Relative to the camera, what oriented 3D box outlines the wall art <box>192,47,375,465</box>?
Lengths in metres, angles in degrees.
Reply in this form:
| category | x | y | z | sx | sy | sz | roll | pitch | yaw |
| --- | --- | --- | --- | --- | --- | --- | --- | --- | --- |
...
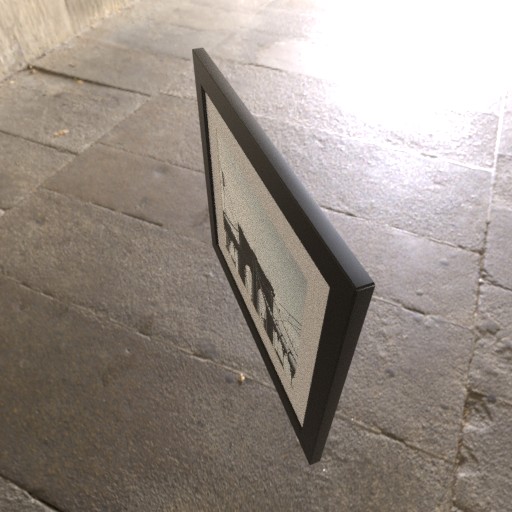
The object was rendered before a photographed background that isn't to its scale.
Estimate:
| category | x | y | z | sx | sy | sz | roll | pitch | yaw |
| --- | --- | --- | --- | --- | --- | --- | --- | --- | --- |
| wall art | 0.000 | 0.000 | 0.706 | 0.018 | 0.450 | 0.521 | -16 | 49 | -14 |
